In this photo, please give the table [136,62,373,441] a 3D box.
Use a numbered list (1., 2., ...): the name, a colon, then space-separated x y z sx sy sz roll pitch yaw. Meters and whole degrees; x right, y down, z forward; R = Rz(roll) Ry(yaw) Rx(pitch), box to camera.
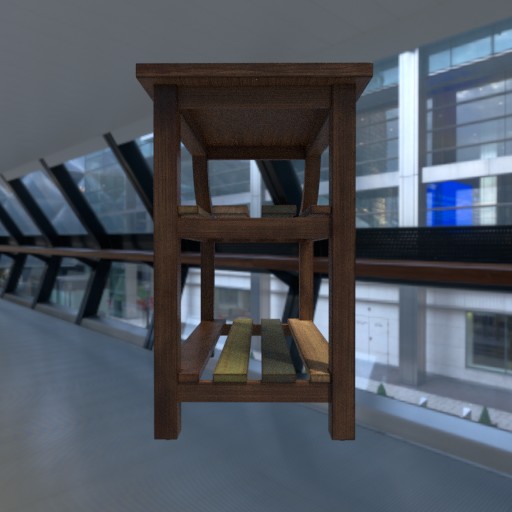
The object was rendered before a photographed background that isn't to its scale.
1. table: 0.000 0.000 0.969 0.356 0.584 0.609 0 1 1
